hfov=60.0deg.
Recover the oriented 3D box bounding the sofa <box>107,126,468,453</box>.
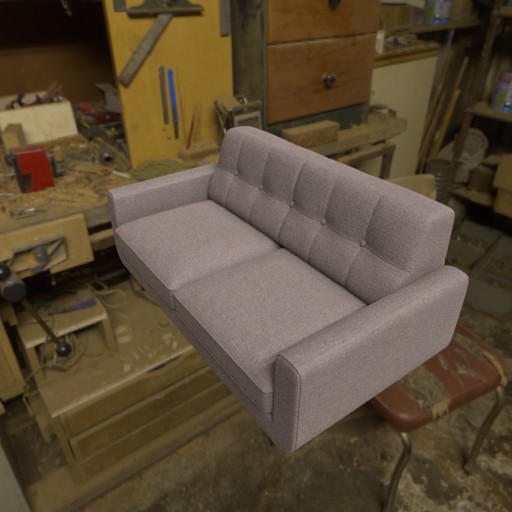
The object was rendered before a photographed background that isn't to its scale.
[{"bbox_3d":[0.000,0.000,2.140,0.909,0.841,1.631,-21,38,-29],"label":"sofa"}]
